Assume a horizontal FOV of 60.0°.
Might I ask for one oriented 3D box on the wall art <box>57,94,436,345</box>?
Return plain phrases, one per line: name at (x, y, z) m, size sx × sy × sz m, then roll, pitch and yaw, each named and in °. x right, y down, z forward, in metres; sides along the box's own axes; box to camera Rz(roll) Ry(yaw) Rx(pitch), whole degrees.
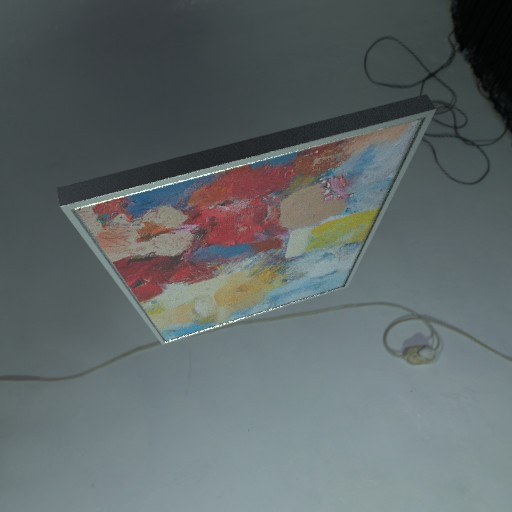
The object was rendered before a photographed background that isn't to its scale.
wall art at (0.000, 0.000, 0.759) m, size 0.444 × 0.569 × 0.025 m, roll -16°, pitch 65°, yaw -8°
